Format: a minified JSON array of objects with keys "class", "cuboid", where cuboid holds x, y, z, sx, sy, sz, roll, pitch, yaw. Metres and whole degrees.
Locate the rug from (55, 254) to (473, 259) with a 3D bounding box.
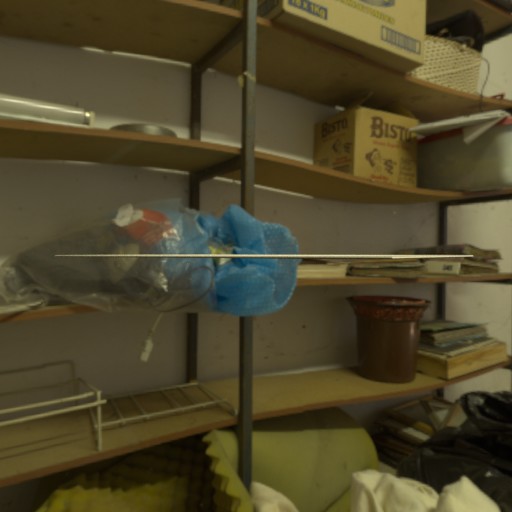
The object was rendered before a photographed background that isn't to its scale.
[{"class":"rug","cuboid":[0.000,0.000,3.038,2.438,0.012,1.524,0,0,37]}]
